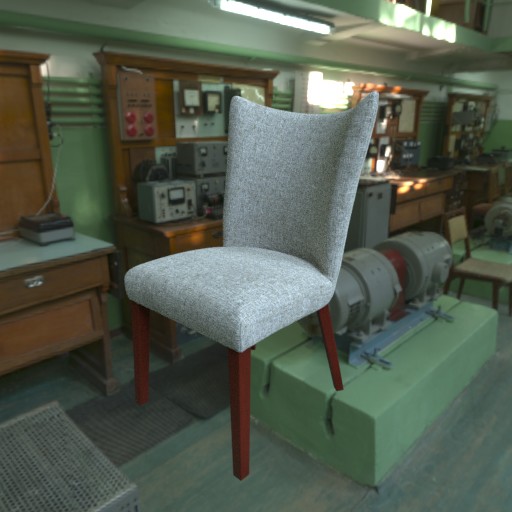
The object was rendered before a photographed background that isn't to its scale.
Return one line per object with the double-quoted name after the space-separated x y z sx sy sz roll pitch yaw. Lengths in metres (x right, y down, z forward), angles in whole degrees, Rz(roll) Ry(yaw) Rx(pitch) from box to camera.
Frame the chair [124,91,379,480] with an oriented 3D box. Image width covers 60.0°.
0.000 0.000 1.323 0.535 0.924 0.623 16 23 40 "chair"
